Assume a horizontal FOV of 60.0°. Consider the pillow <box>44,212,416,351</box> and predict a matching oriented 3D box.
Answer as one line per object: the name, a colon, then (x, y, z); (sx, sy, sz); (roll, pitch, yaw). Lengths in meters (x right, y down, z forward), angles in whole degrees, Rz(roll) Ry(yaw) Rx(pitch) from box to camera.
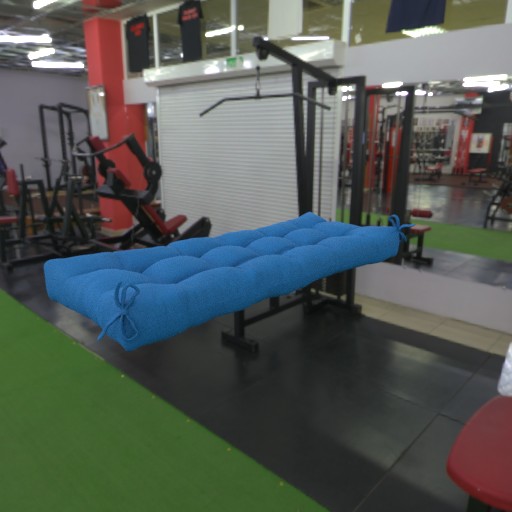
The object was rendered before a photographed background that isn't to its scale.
pillow: (0.000, 0.000, 1.383); (1.194, 0.174, 0.511); (-14, 21, -42)
